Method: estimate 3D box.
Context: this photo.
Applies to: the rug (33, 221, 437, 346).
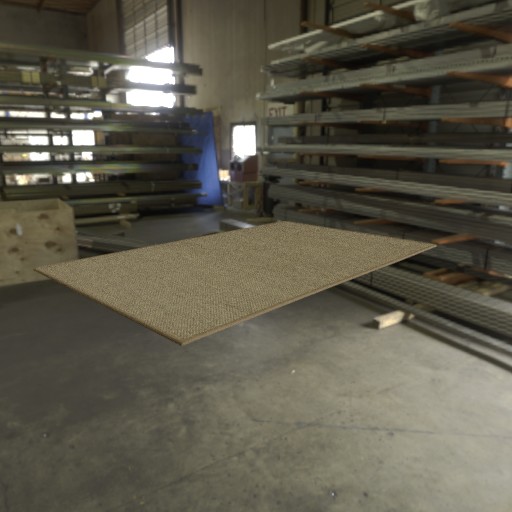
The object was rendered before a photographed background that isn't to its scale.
[{"bbox_3d":[0.000,0.000,2.125,1.062,0.013,1.667,13,20,42],"label":"rug"}]
